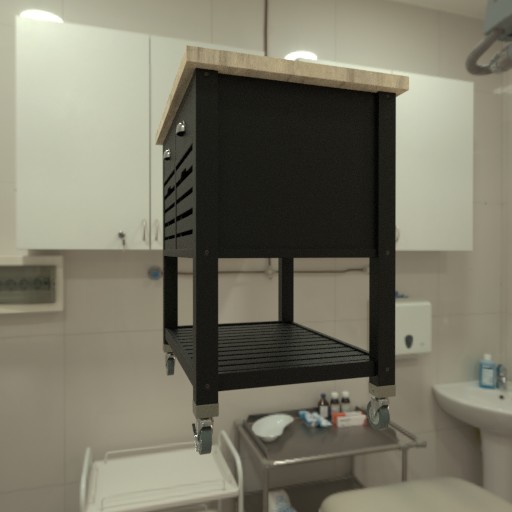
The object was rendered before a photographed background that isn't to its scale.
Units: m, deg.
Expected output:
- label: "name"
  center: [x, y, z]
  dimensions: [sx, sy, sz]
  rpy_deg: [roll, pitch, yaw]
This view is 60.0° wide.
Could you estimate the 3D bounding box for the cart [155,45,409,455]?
- label: "cart"
  center: [0.000, 0.000, 1.427]
  dimensions: [0.567, 0.920, 0.797]
  rpy_deg: [0, 1, -18]
